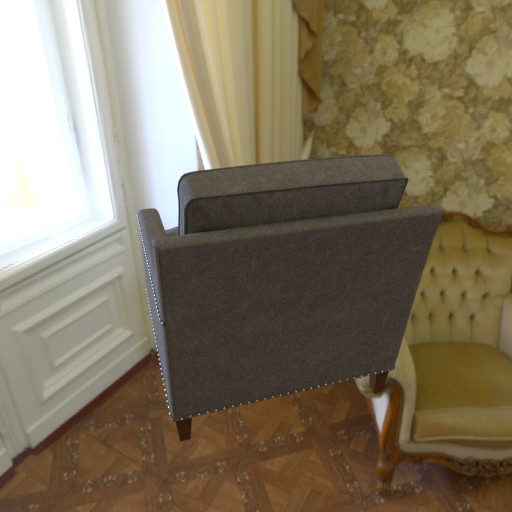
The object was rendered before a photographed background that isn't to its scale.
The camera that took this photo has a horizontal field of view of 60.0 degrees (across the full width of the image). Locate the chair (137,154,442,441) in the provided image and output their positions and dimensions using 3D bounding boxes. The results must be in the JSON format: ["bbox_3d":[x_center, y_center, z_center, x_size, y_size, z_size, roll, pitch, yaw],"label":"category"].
[{"bbox_3d":[0.000,0.000,1.767,0.853,0.948,1.014,-8,28,-16],"label":"chair"}]
